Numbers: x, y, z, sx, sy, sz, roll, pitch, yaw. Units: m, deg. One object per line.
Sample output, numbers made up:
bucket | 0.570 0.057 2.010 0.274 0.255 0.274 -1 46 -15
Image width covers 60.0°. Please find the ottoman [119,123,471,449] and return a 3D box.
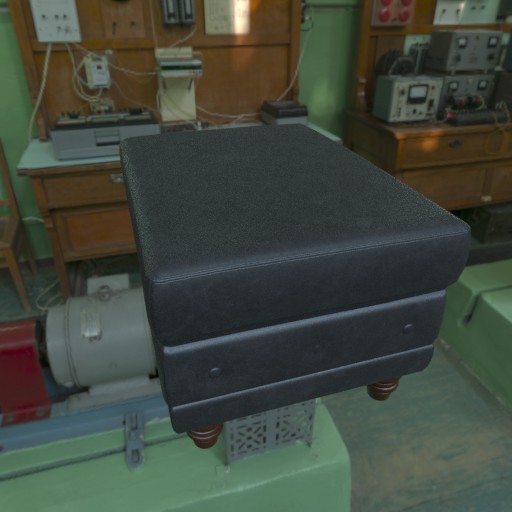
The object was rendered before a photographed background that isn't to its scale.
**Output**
ottoman | 0.000 0.000 1.142 0.590 0.498 0.795 -9 31 -15
